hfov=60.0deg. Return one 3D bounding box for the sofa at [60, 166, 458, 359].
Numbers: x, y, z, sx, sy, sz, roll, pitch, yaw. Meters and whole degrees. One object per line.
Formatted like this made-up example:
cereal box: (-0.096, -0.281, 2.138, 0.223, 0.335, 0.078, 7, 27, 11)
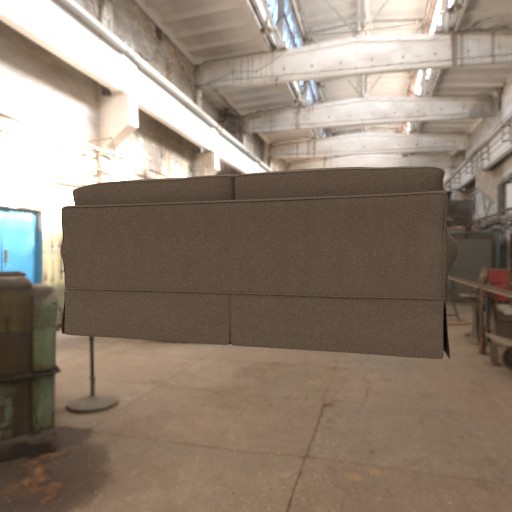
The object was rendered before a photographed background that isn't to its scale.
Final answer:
sofa: (0.000, 0.000, 2.776, 2.248, 0.943, 0.991, 0, 0, 17)
